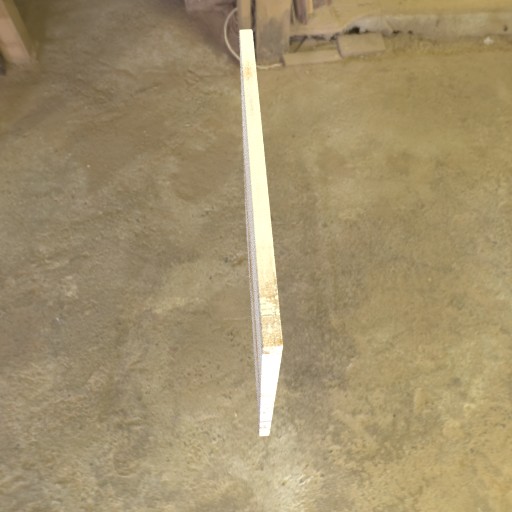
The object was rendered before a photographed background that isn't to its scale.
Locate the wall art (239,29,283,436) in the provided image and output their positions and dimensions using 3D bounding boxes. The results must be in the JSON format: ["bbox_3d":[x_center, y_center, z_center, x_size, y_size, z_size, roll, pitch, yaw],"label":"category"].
[{"bbox_3d":[0.000,0.000,1.537,0.040,1.018,1.015,-3,59,-2],"label":"wall art"}]
